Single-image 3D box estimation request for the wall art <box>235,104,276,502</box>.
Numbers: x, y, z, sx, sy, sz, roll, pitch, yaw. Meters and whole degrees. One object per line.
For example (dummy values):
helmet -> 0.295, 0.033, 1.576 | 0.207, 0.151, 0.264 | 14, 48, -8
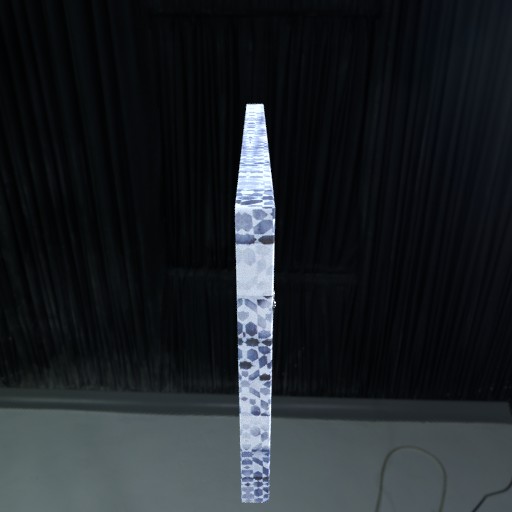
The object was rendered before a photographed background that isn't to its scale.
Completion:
wall art -> 0.000, 0.000, 1.123 | 0.057, 0.608, 0.911 | 0, 27, 0
